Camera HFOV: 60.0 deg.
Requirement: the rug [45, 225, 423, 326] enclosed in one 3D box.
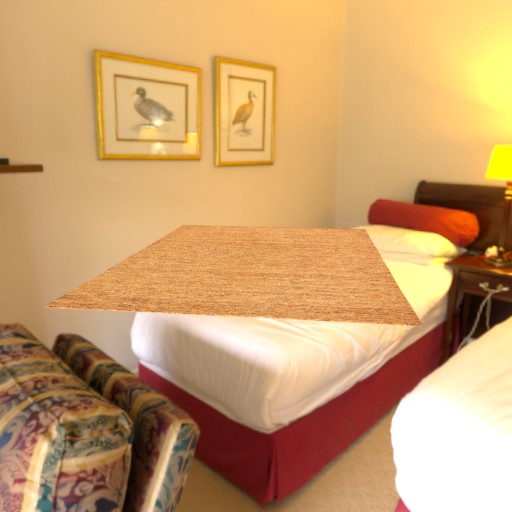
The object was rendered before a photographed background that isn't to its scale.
[{"bbox_3d":[0.000,0.000,4.351,2.438,0.012,3.200,2,14,7],"label":"rug"}]
